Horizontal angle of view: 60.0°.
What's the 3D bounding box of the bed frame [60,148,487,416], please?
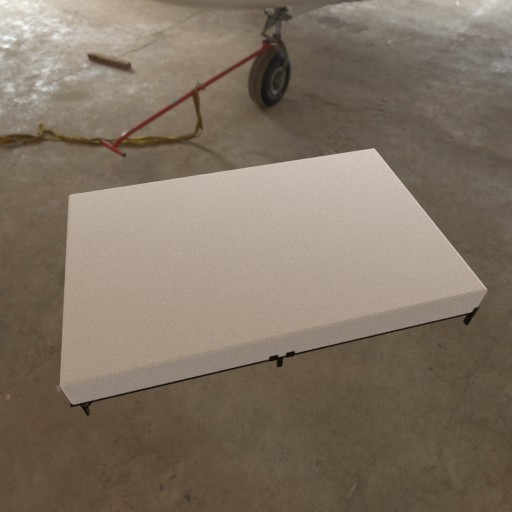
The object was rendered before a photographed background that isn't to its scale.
[{"bbox_3d":[0.000,0.000,3.740,2.987,0.440,1.930,-11,47,-10],"label":"bed frame"}]
